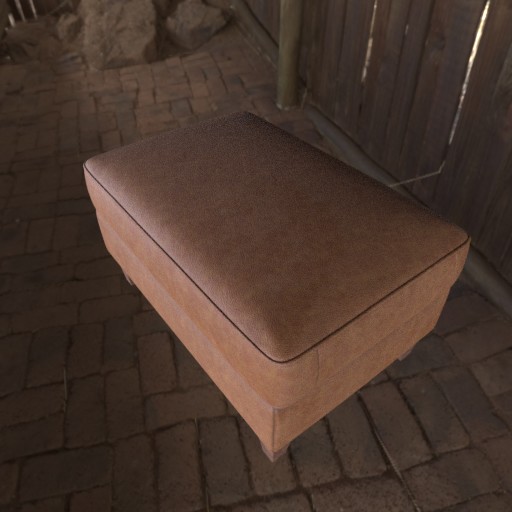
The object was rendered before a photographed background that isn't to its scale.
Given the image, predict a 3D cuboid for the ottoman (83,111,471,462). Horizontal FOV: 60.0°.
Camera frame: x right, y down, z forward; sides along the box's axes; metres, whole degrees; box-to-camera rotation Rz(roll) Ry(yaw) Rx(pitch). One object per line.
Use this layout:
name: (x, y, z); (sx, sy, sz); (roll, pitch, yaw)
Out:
ottoman: (0.000, 0.000, 1.193); (0.584, 0.483, 0.864); (-27, 48, -27)
